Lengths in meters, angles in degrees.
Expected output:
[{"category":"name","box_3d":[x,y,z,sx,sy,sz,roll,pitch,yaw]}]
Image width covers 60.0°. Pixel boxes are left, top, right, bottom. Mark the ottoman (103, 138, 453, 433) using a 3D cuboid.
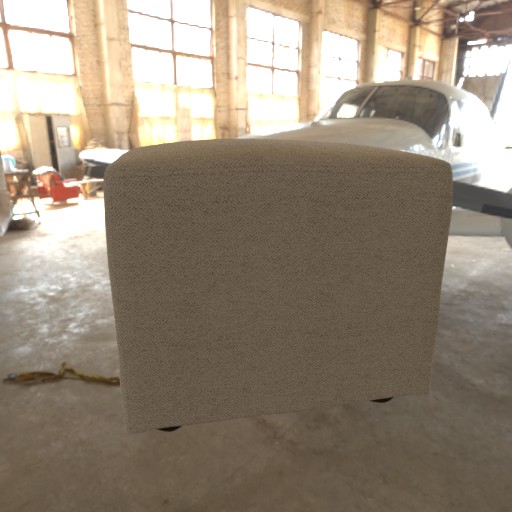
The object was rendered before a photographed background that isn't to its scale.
[{"category":"ottoman","box_3d":[0.000,0.000,0.889,0.512,0.453,0.521,-3,16,-12]}]
